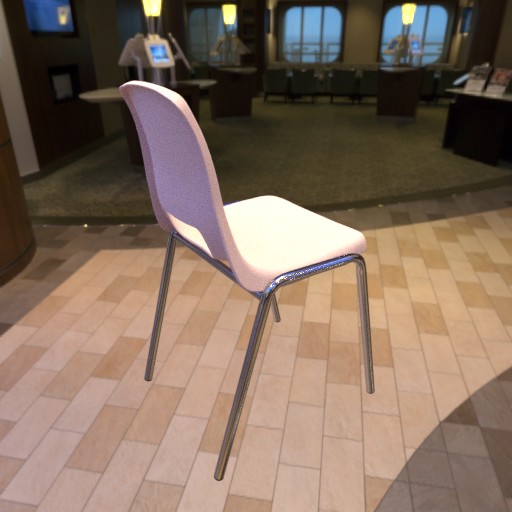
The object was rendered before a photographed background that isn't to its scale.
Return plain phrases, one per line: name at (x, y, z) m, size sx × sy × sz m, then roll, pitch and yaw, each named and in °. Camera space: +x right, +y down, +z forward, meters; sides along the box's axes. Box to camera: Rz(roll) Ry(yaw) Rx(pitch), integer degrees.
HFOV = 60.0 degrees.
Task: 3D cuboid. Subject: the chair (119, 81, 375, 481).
chair at (0.000, 0.000, 0.931) m, size 0.436 × 0.704 × 0.381 m, roll -18°, pitch 32°, yaw -31°
